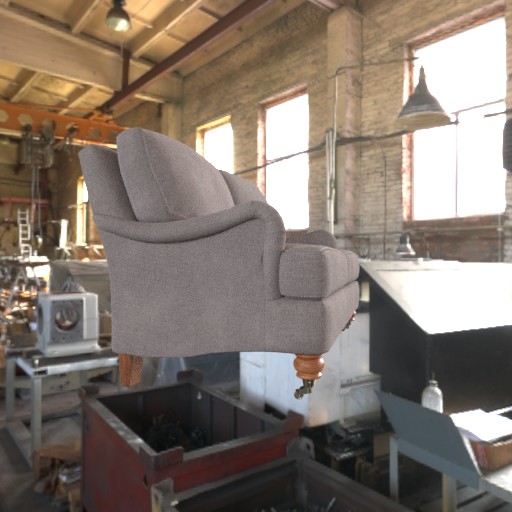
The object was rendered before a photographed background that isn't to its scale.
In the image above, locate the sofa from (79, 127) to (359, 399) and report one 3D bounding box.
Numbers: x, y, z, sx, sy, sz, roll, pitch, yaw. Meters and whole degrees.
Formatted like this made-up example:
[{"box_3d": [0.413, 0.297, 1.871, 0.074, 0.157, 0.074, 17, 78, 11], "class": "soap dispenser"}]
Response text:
[{"box_3d": [0.000, 0.000, 2.586, 1.084, 1.101, 1.853, 0, 0, 17], "class": "sofa"}]
